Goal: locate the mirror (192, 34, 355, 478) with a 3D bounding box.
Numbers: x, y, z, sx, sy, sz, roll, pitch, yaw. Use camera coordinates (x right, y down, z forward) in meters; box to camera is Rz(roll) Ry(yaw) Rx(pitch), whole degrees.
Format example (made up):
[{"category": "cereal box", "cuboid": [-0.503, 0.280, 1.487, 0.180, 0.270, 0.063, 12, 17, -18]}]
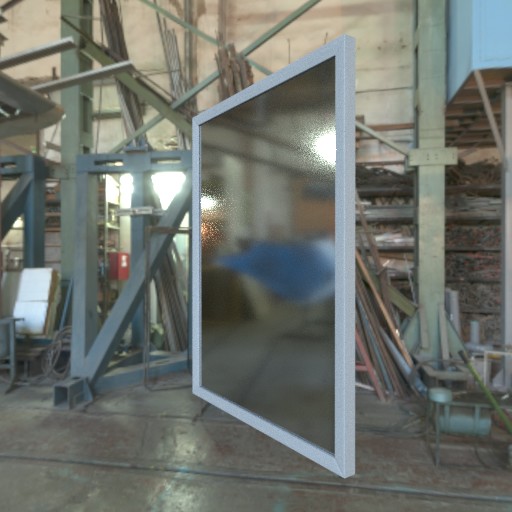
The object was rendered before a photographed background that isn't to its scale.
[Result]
[{"category": "mirror", "cuboid": [0.000, 0.000, 1.335, 0.040, 1.016, 0.762, 0, 0, -35]}]
